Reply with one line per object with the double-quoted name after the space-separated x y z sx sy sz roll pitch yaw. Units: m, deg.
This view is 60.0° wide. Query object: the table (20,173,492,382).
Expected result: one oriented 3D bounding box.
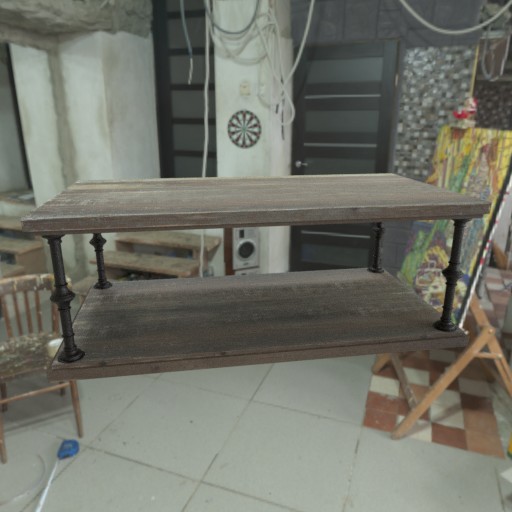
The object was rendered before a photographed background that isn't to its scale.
0.000 0.000 1.332 1.088 0.399 0.554 -3 18 -9 "table"
